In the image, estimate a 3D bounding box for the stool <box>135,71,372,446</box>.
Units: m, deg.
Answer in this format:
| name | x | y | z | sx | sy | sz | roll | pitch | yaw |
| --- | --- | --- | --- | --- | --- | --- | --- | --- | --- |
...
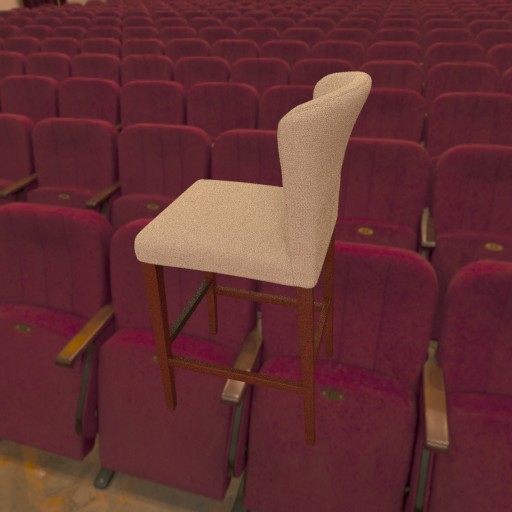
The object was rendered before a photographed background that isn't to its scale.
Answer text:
| name | x | y | z | sx | sy | sz | roll | pitch | yaw |
| --- | --- | --- | --- | --- | --- | --- | --- | --- | --- |
| stool | 0.000 | 0.000 | 1.378 | 0.568 | 1.069 | 0.481 | 8 | 32 | 14 |
